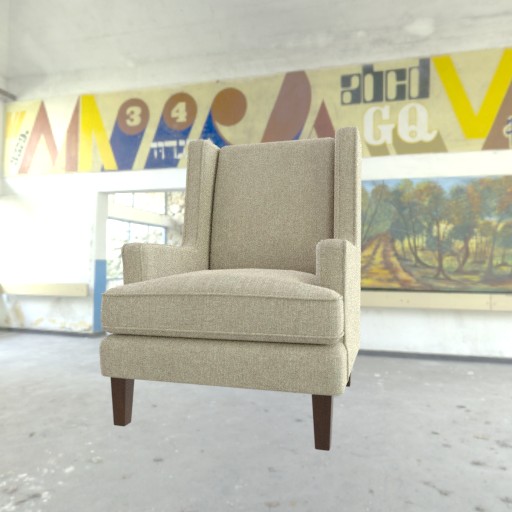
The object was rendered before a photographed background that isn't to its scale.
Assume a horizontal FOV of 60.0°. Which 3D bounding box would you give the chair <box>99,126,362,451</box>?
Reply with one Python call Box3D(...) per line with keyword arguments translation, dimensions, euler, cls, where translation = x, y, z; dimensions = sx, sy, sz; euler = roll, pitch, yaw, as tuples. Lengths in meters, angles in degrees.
Box3D(translation=(0.000, 0.000, 1.725), dimensions=(0.764, 1.082, 0.948), euler=(0, -1, 17), cls="chair")
